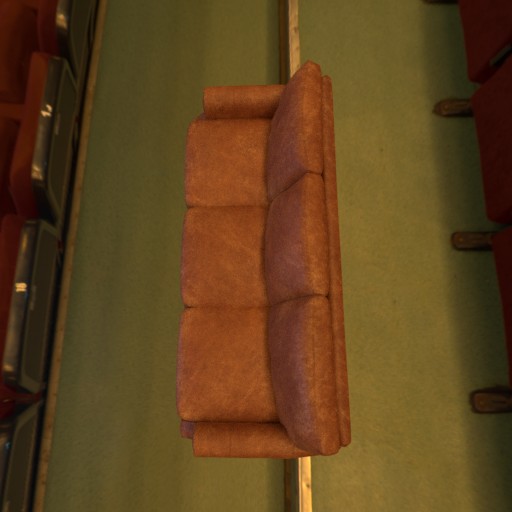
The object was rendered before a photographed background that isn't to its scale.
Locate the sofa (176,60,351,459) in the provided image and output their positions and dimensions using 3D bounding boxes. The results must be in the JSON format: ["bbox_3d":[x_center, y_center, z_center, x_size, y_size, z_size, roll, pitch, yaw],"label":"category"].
[{"bbox_3d":[0.000,0.000,2.818,0.973,0.977,2.351,0,75,0],"label":"sofa"}]
